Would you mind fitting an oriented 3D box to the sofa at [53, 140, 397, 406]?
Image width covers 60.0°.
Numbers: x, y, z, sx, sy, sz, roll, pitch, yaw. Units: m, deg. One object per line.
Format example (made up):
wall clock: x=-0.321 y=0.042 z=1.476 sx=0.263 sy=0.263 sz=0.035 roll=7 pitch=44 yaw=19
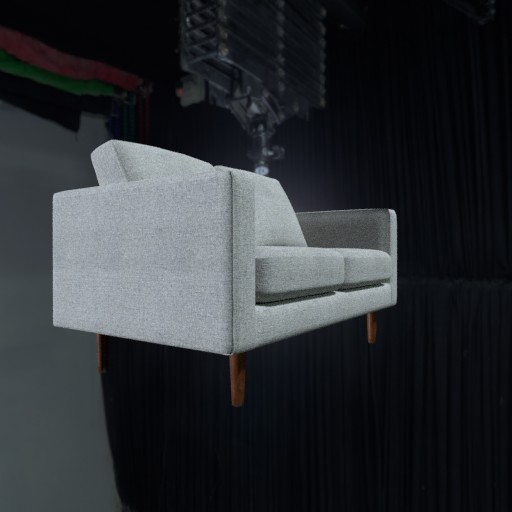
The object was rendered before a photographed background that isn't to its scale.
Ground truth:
sofa: x=0.000 y=0.000 z=2.161 sx=0.969 sy=0.973 sz=1.527 roll=0 pitch=0 yaw=35
